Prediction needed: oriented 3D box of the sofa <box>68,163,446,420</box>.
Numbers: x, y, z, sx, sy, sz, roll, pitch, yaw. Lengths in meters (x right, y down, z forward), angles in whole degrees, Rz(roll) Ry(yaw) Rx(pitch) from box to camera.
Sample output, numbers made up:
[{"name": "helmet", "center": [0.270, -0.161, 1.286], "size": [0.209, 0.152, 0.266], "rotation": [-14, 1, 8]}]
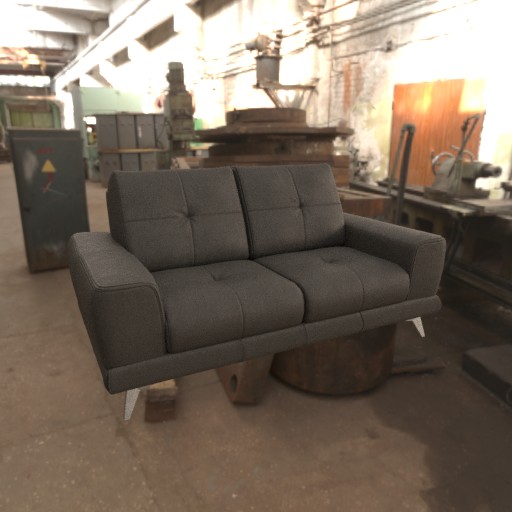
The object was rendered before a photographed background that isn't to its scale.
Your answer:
[{"name": "sofa", "center": [0.000, 0.000, 2.368], "size": [1.806, 0.907, 1.018], "rotation": [-8, 17, -26]}]
